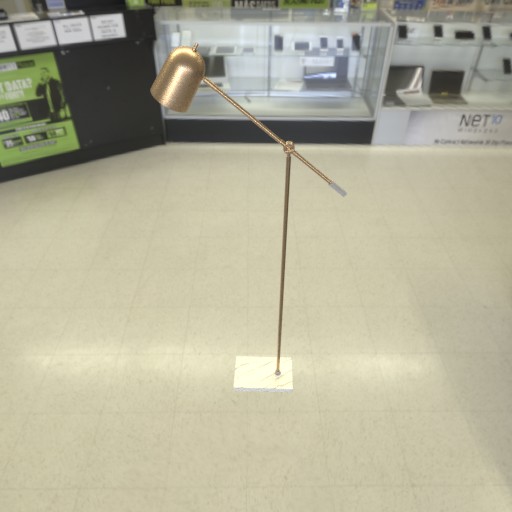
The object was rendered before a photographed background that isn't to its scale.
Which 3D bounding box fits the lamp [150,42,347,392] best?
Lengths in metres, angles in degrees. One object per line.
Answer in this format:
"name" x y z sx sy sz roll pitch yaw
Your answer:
"lamp" 0.000 0.000 1.788 0.653 1.594 0.194 1 39 2
